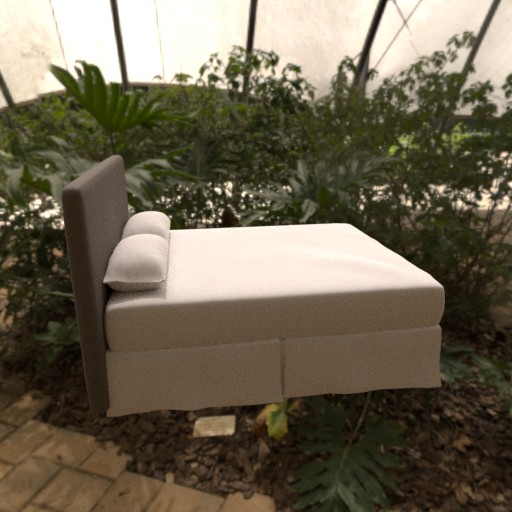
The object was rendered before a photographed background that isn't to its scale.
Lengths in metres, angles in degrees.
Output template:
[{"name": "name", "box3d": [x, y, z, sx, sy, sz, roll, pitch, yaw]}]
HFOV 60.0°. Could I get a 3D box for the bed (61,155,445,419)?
[{"name": "bed", "box3d": [0.000, 0.000, 3.191, 2.142, 1.330, 1.723, -3, 18, -9]}]
